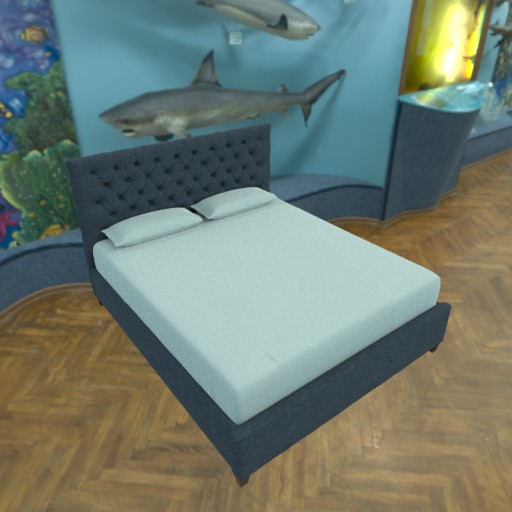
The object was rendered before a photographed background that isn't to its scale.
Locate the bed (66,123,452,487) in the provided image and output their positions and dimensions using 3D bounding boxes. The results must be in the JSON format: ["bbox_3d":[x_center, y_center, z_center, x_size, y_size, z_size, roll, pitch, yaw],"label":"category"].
[{"bbox_3d":[0.000,0.000,3.599,2.078,1.427,2.387,-21,36,-32],"label":"bed"}]
